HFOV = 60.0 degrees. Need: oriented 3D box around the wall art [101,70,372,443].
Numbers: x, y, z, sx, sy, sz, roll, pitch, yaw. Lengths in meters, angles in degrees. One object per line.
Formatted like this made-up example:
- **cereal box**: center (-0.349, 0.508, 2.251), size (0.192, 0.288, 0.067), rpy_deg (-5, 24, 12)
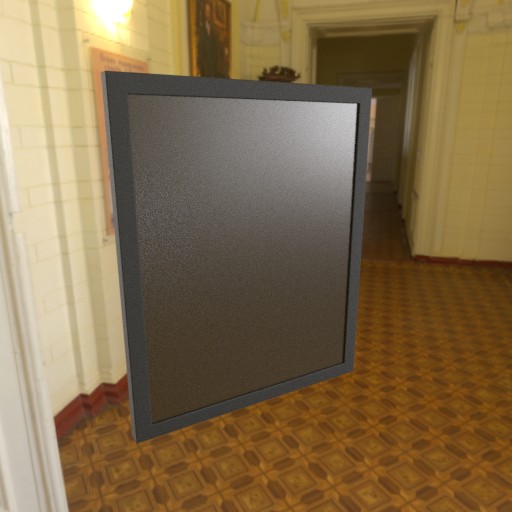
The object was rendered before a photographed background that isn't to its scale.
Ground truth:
- **wall art**: center (0.000, 0.000, 0.757), size (0.457, 0.558, 0.028), rpy_deg (-9, 18, -29)
